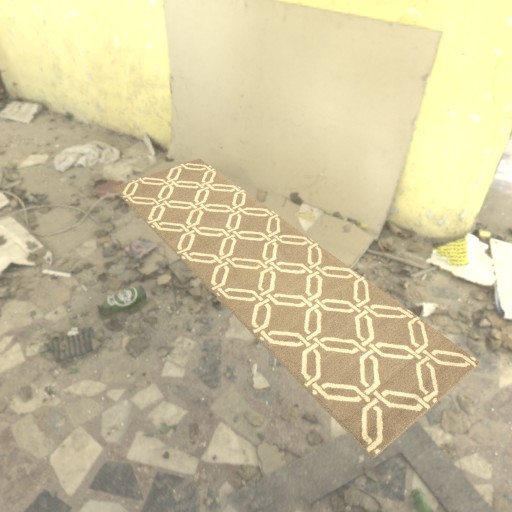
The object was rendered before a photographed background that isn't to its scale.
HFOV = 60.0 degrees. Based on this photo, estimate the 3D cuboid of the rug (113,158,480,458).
[{"bbox_3d":[0.000,0.000,2.419,0.678,0.014,2.276,-26,47,-27],"label":"rug"}]
